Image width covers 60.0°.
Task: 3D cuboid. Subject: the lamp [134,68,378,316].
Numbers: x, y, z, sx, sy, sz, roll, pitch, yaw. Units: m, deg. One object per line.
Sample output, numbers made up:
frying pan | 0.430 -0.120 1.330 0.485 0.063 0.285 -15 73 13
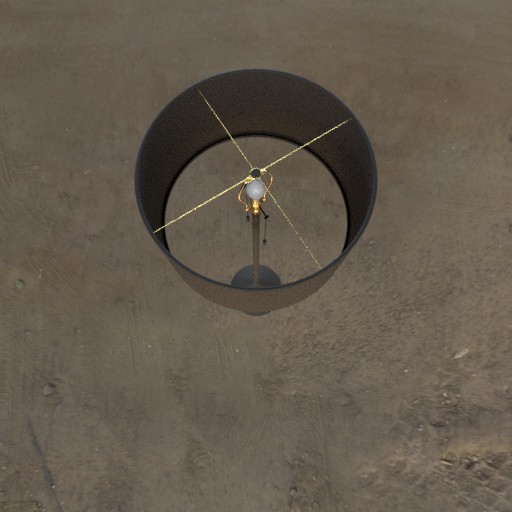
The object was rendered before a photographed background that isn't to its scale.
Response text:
lamp | 0.000 0.000 1.790 0.580 1.526 0.580 -31 77 -8
